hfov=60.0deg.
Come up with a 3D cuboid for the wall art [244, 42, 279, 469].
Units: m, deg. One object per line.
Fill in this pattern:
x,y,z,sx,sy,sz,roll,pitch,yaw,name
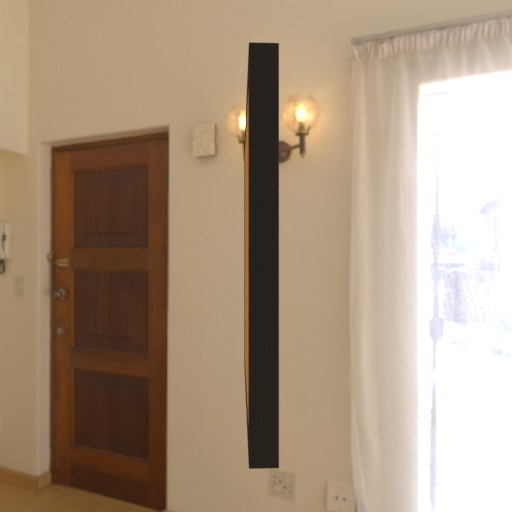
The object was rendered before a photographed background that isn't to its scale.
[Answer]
0.000,0.000,0.777,0.036,0.503,0.506,0,0,-2,wall art
